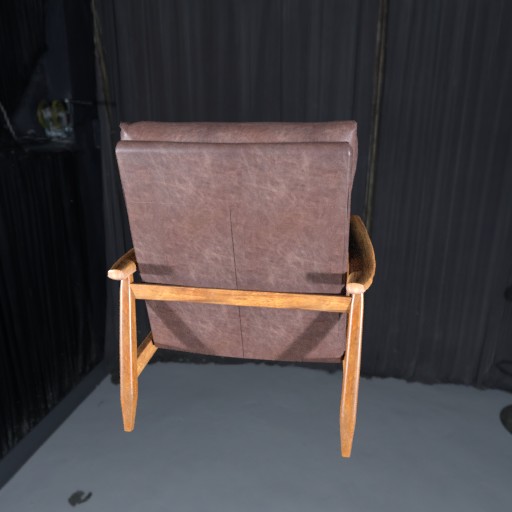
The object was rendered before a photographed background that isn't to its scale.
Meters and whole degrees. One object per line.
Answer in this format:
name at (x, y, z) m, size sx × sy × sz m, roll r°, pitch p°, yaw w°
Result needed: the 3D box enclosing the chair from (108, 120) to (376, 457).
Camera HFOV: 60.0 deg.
chair at (0.000, 0.000, 1.538) m, size 0.782 × 0.897 × 0.830 m, roll 3°, pitch 17°, yaw 9°
